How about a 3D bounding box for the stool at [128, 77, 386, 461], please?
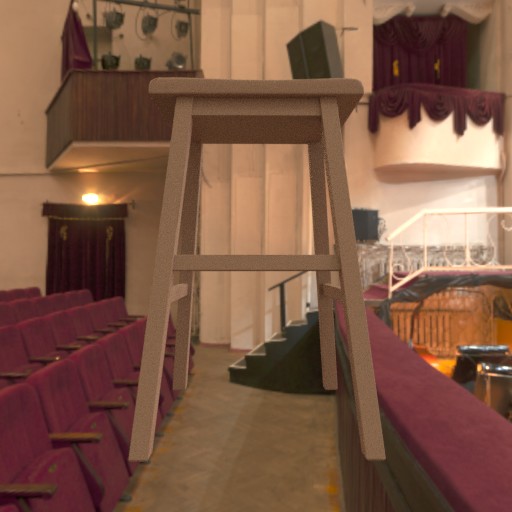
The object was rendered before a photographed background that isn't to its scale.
[{"bbox_3d":[0.000,0.000,1.032,0.457,0.737,0.476,0,-1,-1],"label":"stool"}]
